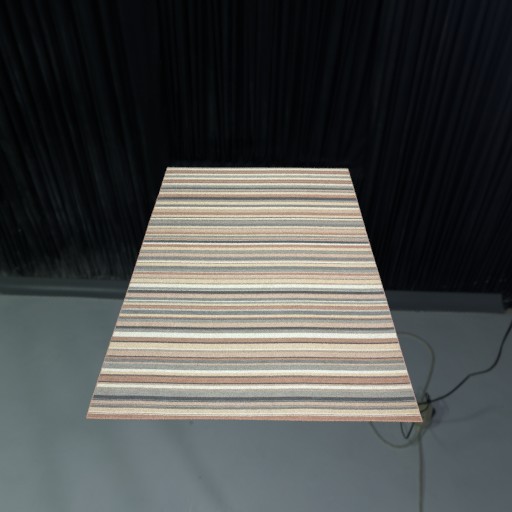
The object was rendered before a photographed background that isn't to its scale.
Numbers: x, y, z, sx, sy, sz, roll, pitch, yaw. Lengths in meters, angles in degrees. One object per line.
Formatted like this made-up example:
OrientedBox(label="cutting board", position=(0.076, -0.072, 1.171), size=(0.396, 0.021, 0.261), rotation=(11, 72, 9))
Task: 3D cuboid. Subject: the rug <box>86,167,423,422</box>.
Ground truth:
OrientedBox(label="rug", position=(0.000, 0.000, 2.296), size=(1.219, 0.008, 1.829), rotation=(0, 41, 0))
